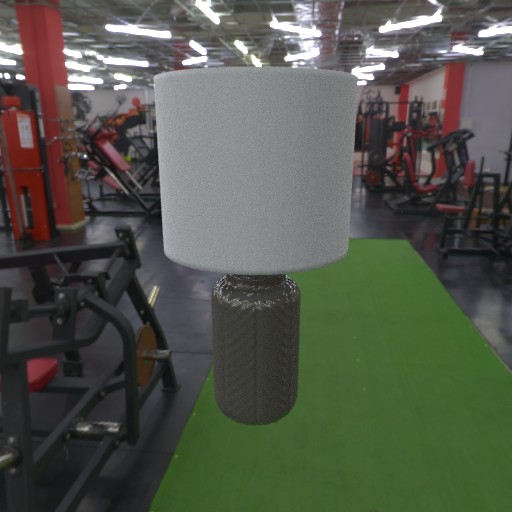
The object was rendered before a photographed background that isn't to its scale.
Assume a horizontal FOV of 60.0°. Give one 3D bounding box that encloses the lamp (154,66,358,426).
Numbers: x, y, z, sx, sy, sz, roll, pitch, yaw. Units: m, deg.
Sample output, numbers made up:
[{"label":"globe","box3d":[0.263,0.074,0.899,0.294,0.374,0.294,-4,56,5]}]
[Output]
[{"label":"lamp","box3d":[0.000,0.000,0.503,0.203,0.389,0.203,3,16,9]}]
